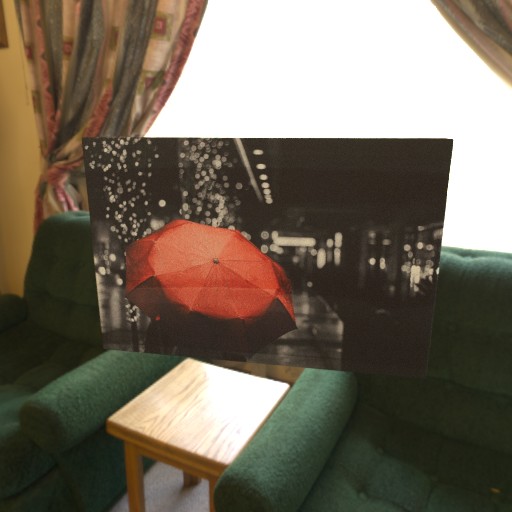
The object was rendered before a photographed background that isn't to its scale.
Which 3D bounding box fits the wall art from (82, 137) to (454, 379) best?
[{"bbox_3d":[0.000,0.000,0.787,0.609,0.406,0.037,3,16,10],"label":"wall art"}]
